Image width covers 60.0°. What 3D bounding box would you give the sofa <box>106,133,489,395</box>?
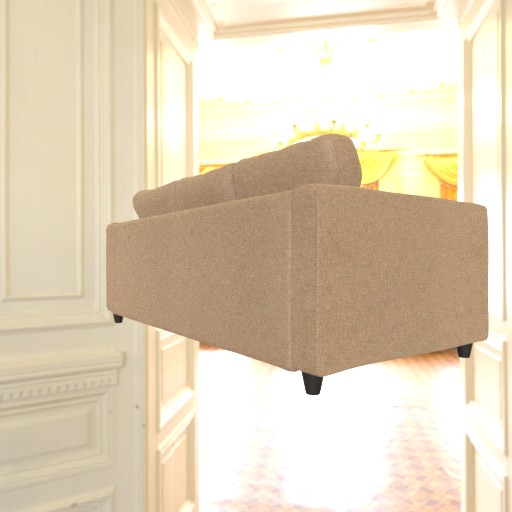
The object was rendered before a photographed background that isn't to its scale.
[{"bbox_3d":[0.000,0.000,2.210,0.930,0.800,1.855,0,0,-36],"label":"sofa"}]
